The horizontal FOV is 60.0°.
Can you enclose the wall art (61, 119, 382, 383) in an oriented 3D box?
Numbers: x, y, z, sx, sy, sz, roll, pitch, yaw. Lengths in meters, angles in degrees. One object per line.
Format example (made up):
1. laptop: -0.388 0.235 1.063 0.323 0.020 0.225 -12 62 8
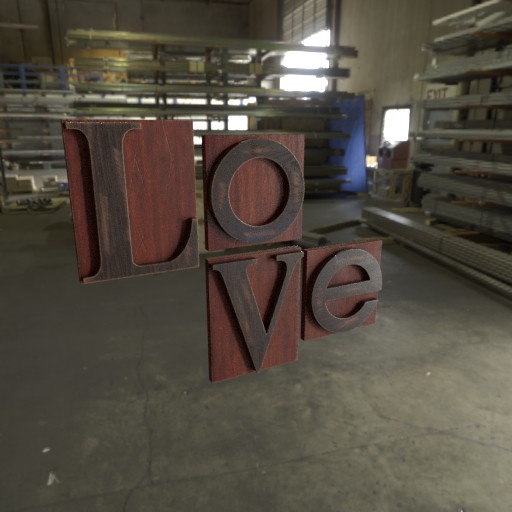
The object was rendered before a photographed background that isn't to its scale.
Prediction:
1. wall art: 0.000 0.000 0.851 0.635 0.497 0.030 -8 18 -26
